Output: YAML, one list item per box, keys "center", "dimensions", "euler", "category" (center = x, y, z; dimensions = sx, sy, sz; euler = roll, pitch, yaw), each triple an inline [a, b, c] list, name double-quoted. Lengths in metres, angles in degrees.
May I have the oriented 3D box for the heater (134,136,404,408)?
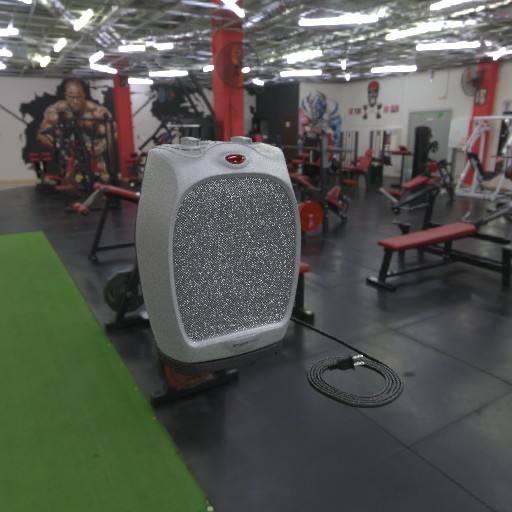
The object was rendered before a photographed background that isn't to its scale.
- center: [0.000, 0.000, 0.493]
  dimensions: [0.239, 0.255, 0.291]
  euler: [-9, 18, -27]
  category: "heater"
